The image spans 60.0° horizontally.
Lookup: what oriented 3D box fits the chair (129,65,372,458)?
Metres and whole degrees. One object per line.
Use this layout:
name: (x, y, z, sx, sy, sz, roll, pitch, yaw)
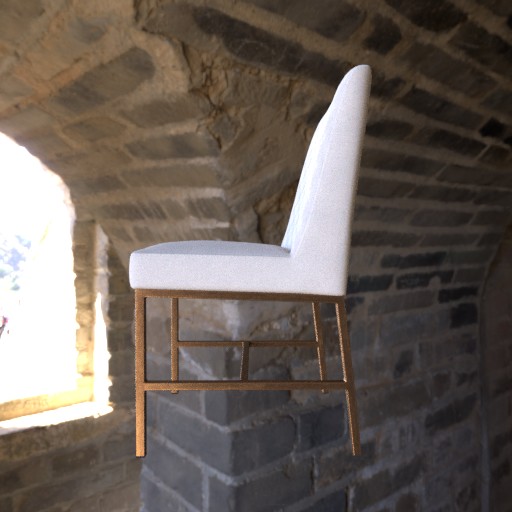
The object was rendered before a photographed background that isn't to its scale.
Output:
chair: (0.000, 0.000, 1.265, 0.597, 0.933, 0.503, 0, 1, 0)
